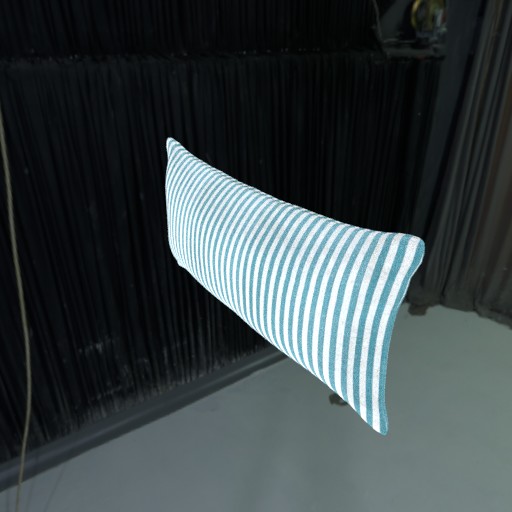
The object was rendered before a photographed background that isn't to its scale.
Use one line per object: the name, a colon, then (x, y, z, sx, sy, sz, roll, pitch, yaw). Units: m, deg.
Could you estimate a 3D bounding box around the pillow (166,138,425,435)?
pillow: (0.000, 0.000, 0.760, 0.151, 0.295, 0.617, -18, 32, -31)
